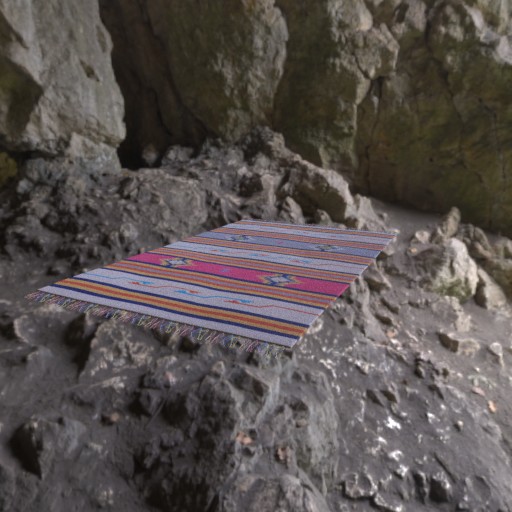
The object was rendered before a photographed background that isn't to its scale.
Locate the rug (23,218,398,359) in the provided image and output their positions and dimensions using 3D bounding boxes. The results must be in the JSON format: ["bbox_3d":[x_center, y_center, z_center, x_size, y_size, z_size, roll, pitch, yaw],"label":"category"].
[{"bbox_3d":[0.000,0.000,2.225,1.084,0.013,1.849,8,17,26],"label":"rug"}]
